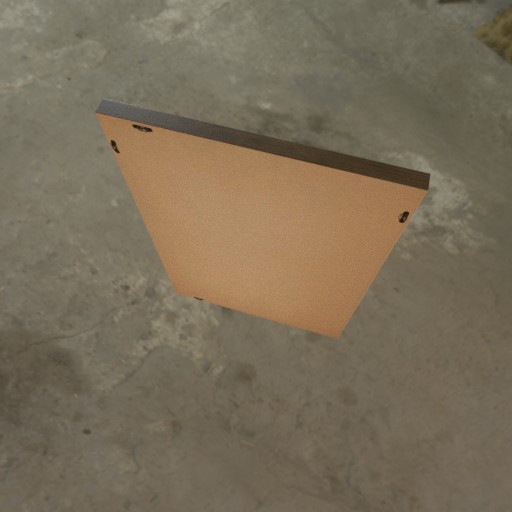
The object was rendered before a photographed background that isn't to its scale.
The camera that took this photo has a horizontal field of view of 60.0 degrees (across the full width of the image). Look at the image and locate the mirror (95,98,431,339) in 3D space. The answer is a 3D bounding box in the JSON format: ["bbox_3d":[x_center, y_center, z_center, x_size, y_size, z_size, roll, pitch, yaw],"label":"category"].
[{"bbox_3d":[0.000,0.000,1.195,0.609,0.915,0.041,15,65,7],"label":"mirror"}]
